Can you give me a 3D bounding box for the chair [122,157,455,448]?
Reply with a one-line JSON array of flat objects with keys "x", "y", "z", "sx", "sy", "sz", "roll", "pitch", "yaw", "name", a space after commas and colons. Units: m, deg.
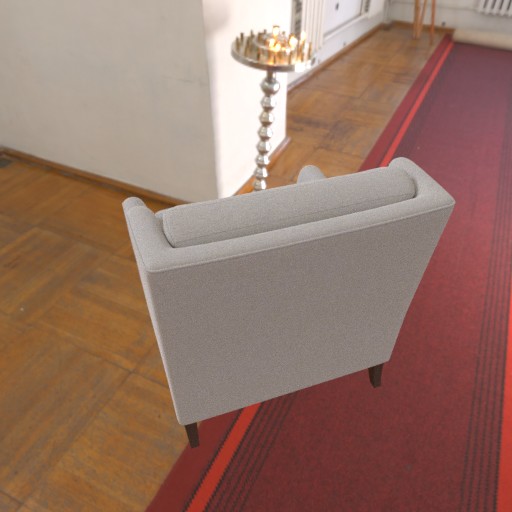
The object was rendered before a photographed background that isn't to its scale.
[{"x": 0.000, "y": 0.000, "z": 1.887, "sx": 0.982, "sy": 1.056, "sz": 1.040, "roll": -13, "pitch": 42, "yaw": -14, "name": "chair"}]
